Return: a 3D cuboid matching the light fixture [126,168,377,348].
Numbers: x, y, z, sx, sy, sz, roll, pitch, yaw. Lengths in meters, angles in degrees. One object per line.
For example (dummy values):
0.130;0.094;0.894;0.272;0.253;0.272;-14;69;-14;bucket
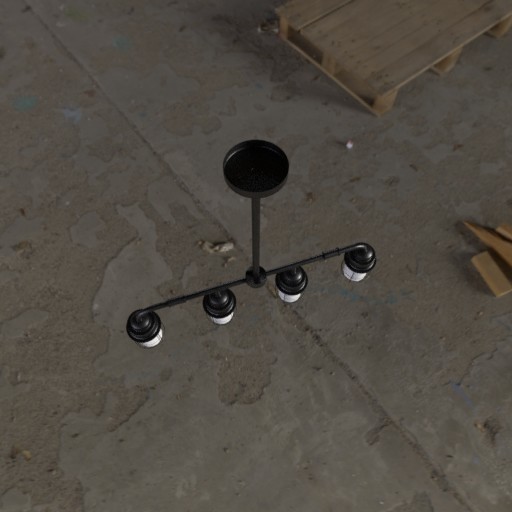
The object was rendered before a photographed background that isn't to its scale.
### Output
0.000;0.000;1.224;0.852;0.785;0.131;-17;64;-8;light fixture
